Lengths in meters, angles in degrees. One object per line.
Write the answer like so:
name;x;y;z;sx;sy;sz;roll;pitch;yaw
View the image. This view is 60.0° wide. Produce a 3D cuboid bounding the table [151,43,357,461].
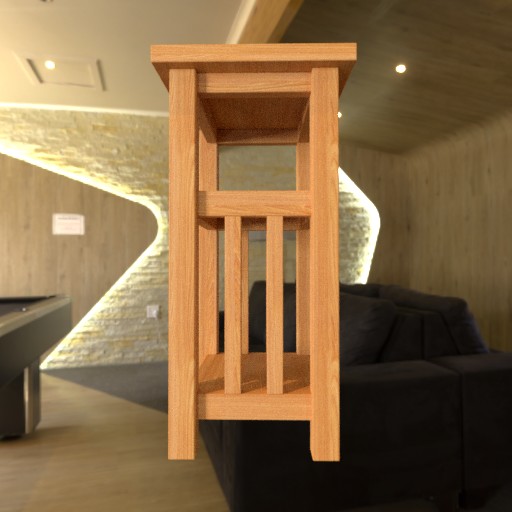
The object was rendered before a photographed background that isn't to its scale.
table;0.000;0.000;0.750;0.270;0.550;0.350;0;-1;1
